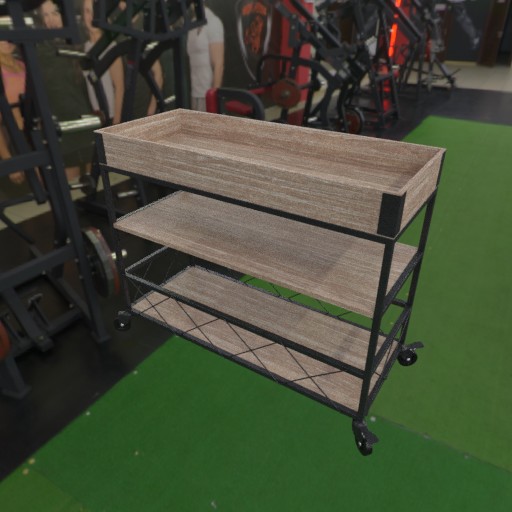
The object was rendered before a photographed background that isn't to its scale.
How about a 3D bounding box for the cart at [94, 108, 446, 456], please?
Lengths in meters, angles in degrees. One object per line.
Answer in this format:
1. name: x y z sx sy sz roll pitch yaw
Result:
1. cart: 0.000 0.000 1.488 1.101 0.787 0.500 18 34 28
